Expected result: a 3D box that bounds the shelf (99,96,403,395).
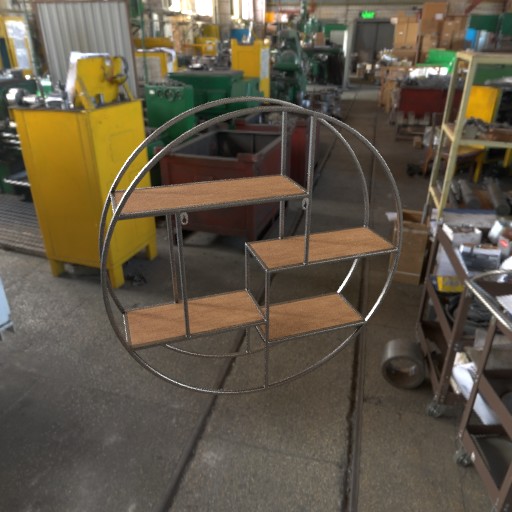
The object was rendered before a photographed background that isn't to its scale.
[{"bbox_3d":[0.000,0.000,1.335,0.888,0.888,0.202,-9,28,-17],"label":"shelf"}]
